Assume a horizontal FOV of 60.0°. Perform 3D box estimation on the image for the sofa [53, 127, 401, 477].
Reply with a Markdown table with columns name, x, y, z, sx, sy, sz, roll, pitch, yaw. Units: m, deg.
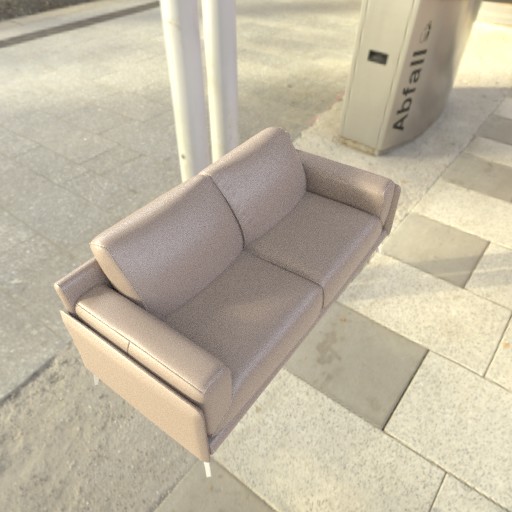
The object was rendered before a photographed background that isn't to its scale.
| name | x | y | z | sx | sy | sz | roll | pitch | yaw |
| --- | --- | --- | --- | --- | --- | --- | --- | --- | --- |
| sofa | 0.000 | 0.000 | 2.661 | 1.049 | 0.930 | 2.101 | 25 | 47 | 26 |
